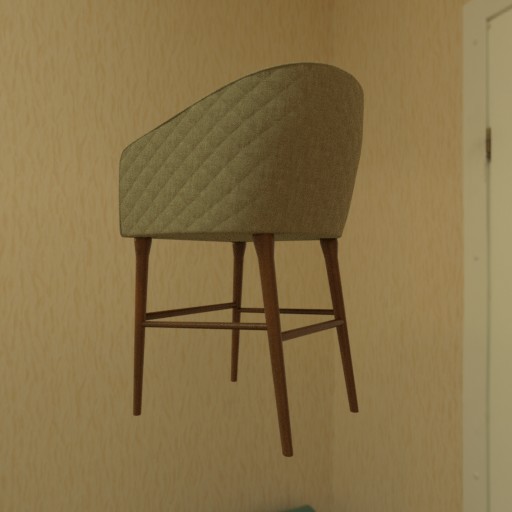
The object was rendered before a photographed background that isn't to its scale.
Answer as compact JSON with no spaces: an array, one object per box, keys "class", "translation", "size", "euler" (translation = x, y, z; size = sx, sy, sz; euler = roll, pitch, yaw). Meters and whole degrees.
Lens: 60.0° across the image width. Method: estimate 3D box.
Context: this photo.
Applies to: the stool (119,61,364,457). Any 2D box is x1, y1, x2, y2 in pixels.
[{"class":"stool","translation":[0.000,0.000,1.348],"size":[0.635,0.952,0.559],"euler":[0,0,37]}]
